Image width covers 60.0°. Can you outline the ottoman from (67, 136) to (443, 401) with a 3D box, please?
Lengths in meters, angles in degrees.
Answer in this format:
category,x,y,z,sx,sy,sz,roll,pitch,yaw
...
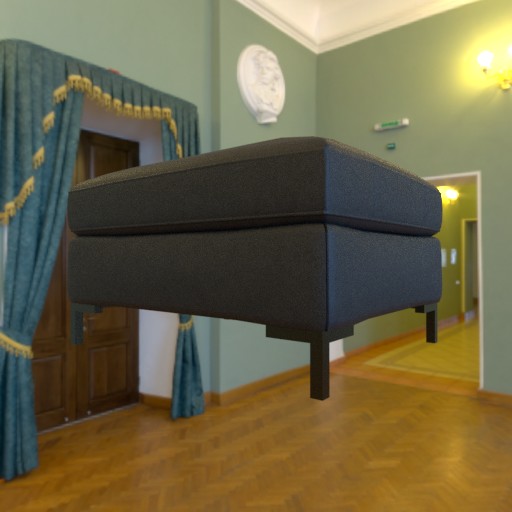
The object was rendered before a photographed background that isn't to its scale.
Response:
category,x,y,z,sx,sy,sz,roll,pitch,yaw
ottoman,0.000,0.000,1.774,1.187,0.696,0.967,0,0,38
